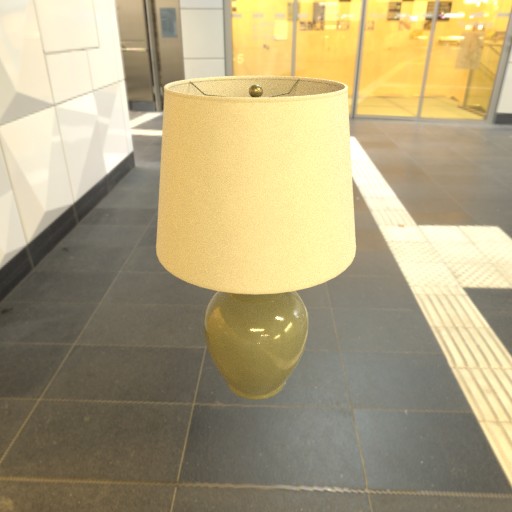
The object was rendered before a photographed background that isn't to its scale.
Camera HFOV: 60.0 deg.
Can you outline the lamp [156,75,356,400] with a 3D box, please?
[{"bbox_3d":[0.000,0.000,0.551,0.239,0.399,0.239,0,27,0],"label":"lamp"}]
